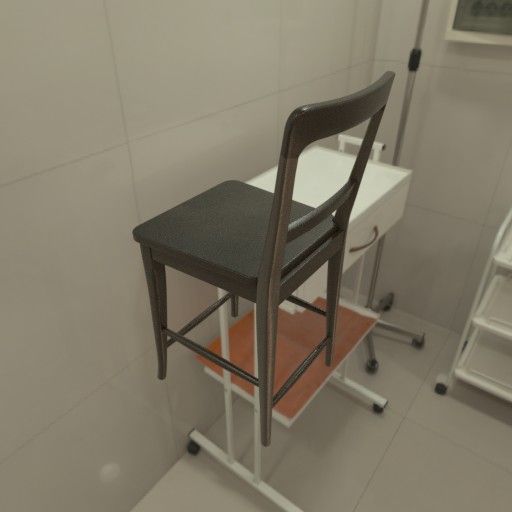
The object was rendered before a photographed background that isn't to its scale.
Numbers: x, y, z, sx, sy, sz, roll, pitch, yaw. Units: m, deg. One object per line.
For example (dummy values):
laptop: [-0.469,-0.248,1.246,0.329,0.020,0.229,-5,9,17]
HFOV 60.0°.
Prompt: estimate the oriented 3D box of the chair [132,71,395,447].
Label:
chair: [0.000,0.000,1.270,0.546,0.991,0.450,22,39,30]
